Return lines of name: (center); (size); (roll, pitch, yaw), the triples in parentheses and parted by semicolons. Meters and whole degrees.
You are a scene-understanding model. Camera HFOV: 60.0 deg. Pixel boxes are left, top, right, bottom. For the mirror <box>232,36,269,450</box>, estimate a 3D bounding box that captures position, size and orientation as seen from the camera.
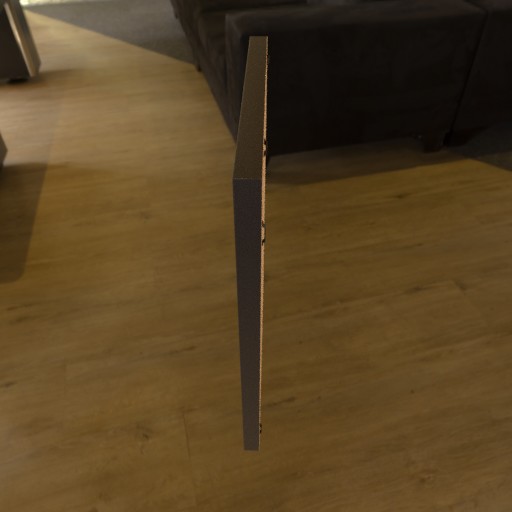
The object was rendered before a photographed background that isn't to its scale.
mirror: (0.000, 0.000, 0.929); (0.039, 0.710, 0.507); (1, 43, 1)
